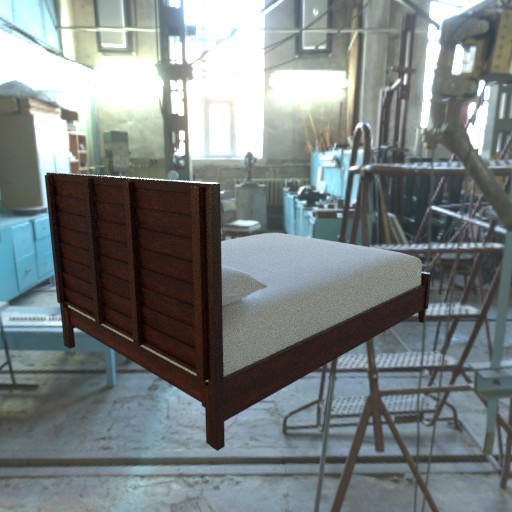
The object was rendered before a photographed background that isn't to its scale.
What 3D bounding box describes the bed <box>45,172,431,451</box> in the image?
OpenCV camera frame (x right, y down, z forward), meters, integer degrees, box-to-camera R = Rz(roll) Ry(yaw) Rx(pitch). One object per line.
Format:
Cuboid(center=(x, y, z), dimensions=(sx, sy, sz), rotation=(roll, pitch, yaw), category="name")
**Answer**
Cuboid(center=(0.000, 0.000, 3.973), dimensions=(2.040, 1.492, 2.803), rotation=(12, 18, 43), category="bed")
